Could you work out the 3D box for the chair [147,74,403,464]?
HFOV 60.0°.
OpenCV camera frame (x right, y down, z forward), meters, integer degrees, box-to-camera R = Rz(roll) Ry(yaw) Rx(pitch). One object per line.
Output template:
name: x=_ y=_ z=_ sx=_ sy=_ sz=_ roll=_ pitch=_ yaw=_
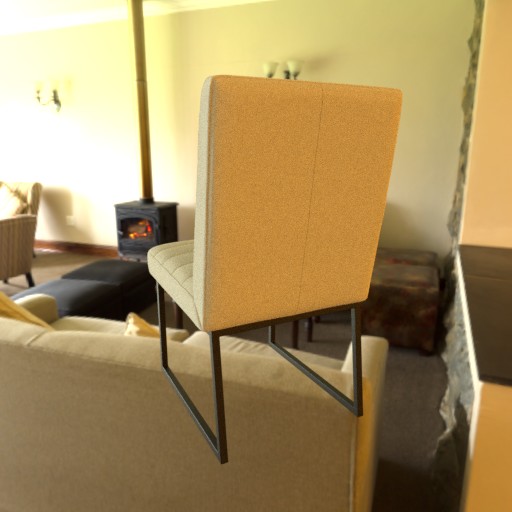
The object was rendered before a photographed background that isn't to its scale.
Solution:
chair: x=0.000 y=0.000 z=1.339 sx=0.520 sy=0.930 sz=0.634 roll=-7 pitch=16 yaw=-26
